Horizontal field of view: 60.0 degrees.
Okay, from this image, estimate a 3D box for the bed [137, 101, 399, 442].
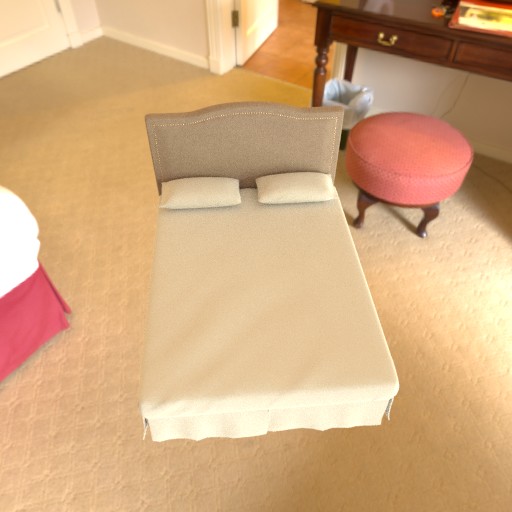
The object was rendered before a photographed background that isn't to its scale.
[{"bbox_3d":[0.000,0.000,3.487,1.821,1.436,2.282,-3,47,-3],"label":"bed"}]
